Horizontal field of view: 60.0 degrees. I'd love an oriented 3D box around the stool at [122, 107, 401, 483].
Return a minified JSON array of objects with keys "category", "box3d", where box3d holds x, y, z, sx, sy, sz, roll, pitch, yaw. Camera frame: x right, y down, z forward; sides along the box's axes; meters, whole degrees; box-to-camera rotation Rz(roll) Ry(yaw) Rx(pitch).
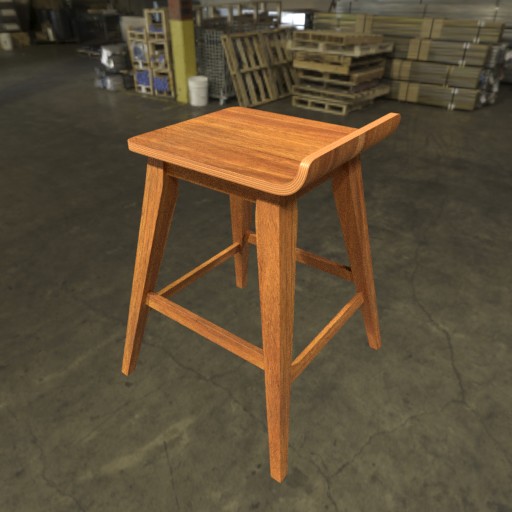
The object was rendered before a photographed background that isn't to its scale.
[{"category":"stool","box3d":[0.000,0.000,1.024,0.500,0.650,0.500,22,38,31]}]
